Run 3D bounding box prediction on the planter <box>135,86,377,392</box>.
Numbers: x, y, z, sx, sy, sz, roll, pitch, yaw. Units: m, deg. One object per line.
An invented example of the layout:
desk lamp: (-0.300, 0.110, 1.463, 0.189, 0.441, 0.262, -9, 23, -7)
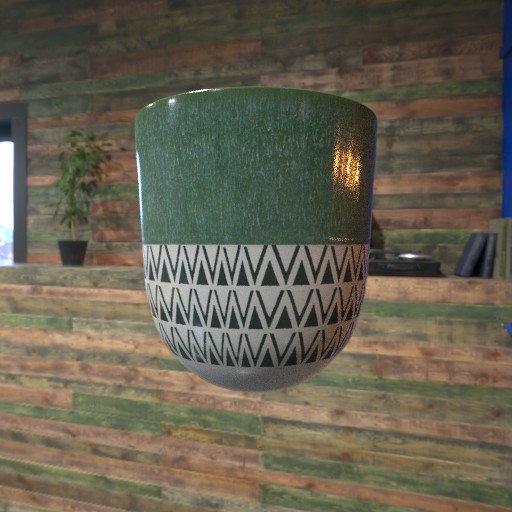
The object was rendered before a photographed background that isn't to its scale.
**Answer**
planter: (0.000, 0.000, 0.372, 0.195, 0.214, 0.195, 0, 2, 0)
